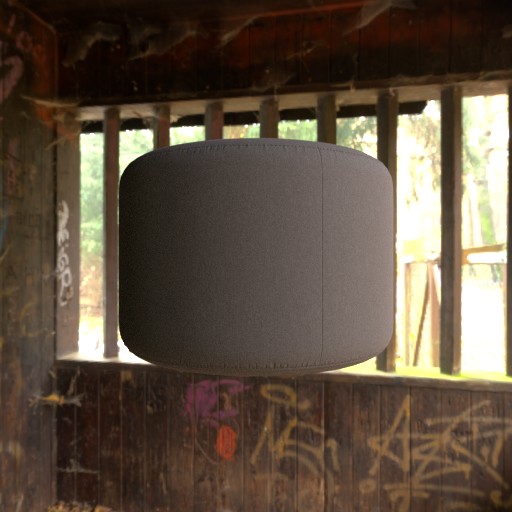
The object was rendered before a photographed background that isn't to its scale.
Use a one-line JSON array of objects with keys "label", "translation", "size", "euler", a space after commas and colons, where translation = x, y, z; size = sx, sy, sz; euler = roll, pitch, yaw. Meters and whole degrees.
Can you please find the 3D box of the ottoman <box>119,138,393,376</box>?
[{"label": "ottoman", "translation": [0.000, 0.000, 1.026], "size": [0.608, 0.433, 0.608], "euler": [0, 0, 0]}]
